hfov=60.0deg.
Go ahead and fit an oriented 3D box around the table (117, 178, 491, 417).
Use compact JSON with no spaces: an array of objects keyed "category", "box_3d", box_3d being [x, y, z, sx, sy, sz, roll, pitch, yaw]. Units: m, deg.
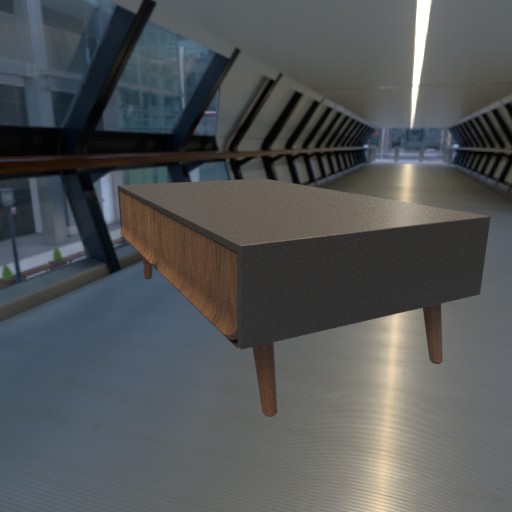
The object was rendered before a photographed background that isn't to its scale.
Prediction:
[{"category":"table","box_3d":[0.000,0.000,1.519,0.703,0.404,1.201,-7,17,-26]}]
